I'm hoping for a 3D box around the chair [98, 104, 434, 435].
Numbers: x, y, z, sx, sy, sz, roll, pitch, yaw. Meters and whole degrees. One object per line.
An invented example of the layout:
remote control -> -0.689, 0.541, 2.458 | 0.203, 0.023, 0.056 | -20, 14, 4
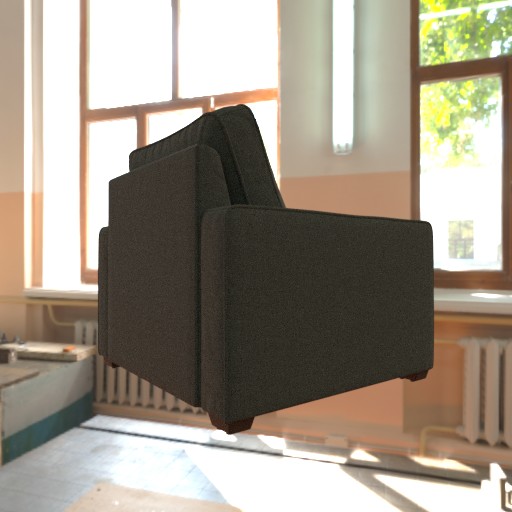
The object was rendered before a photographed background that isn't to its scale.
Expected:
chair -> 0.000, 0.000, 1.756 | 0.940, 0.919, 1.017 | 0, 0, -37
